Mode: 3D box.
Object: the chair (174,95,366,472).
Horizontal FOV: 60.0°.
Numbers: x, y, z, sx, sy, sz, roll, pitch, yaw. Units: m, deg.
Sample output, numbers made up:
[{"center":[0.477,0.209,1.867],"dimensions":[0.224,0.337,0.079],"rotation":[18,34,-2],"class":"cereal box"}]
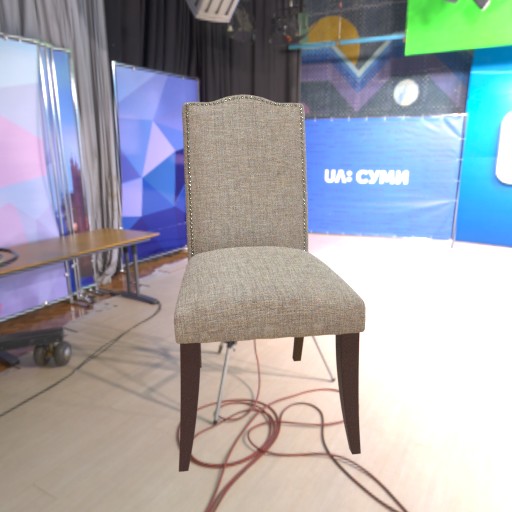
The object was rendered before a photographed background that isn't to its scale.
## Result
[{"center":[0.000,0.000,1.411],"dimensions":[0.513,1.016,0.660],"rotation":[-2,16,-8],"class":"chair"}]
